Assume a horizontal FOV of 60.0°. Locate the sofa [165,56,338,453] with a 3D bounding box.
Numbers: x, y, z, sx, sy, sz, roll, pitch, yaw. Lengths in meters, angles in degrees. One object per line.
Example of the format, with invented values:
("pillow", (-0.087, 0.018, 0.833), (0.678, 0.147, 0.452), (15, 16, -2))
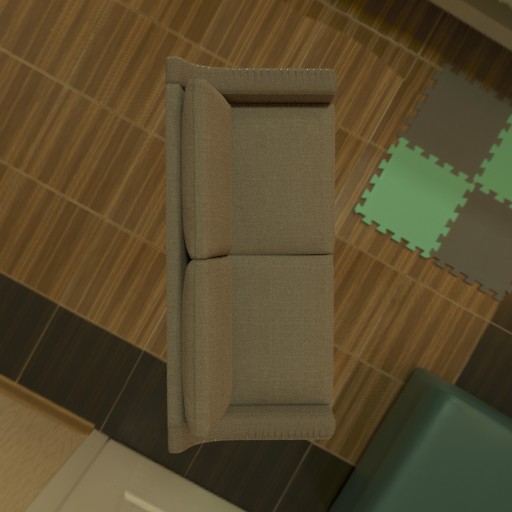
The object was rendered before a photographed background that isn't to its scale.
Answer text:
("sofa", (0.000, 0.000, 2.736), (1.000, 0.857, 2.208), (0, 92, -1))
